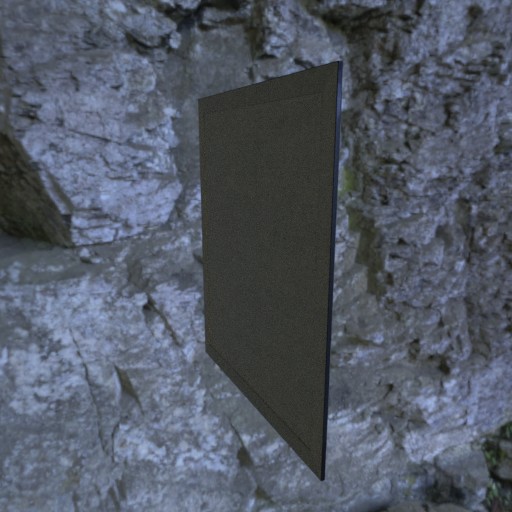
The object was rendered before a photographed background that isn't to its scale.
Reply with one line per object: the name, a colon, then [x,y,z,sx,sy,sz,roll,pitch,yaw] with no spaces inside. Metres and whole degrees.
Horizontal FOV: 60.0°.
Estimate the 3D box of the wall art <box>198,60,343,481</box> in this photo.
wall art: [0.000,0.000,0.633,0.023,0.457,0.381,-7,15,-26]
